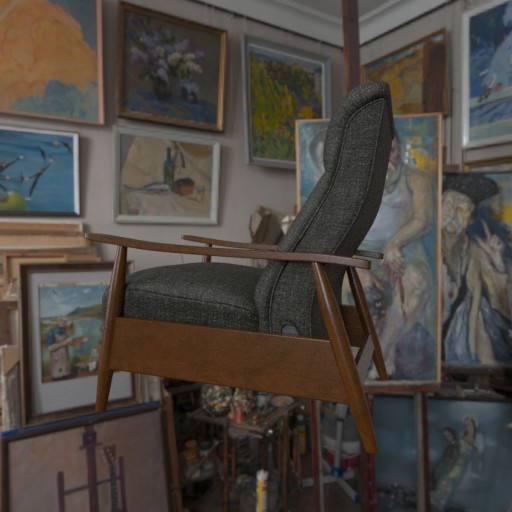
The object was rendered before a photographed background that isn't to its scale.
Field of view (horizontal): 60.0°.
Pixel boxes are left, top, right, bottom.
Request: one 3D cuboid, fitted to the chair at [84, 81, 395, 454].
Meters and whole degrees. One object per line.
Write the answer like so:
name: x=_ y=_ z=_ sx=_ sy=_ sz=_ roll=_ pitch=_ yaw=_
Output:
chair: x=0.000 y=0.000 z=1.733 sx=1.014 sy=1.082 sz=0.762 roll=1 pitch=2 yaw=19
